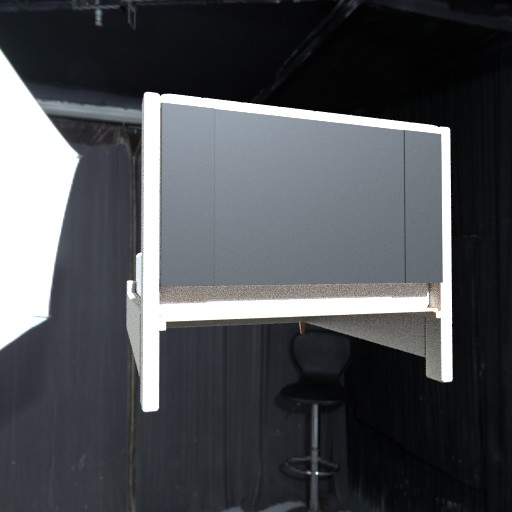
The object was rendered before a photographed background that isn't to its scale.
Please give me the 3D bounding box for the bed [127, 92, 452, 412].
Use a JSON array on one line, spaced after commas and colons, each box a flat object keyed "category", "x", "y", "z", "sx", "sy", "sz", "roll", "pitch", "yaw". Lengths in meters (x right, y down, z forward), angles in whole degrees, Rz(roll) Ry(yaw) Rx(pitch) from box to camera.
[{"category": "bed", "x": 0.000, "y": 0.000, "z": 3.801, "sx": 2.045, "sy": 1.743, "sz": 2.370, "roll": 0, "pitch": -1, "yaw": -18}]
